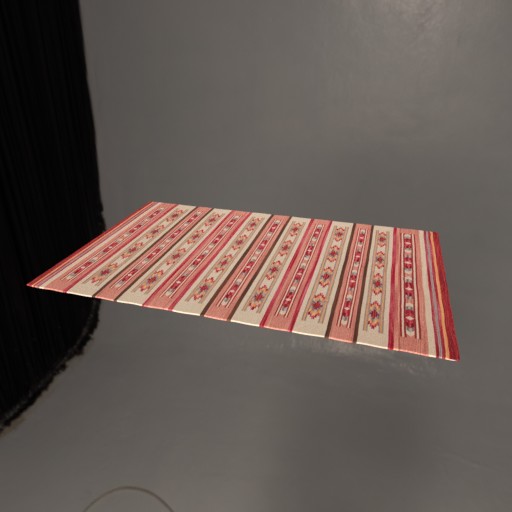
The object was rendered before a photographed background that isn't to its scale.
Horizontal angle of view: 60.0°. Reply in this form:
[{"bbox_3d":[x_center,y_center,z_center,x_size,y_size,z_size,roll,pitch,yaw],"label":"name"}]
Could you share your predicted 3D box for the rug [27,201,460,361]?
[{"bbox_3d":[0.000,0.000,3.017,2.431,0.010,1.535,8,28,15],"label":"rug"}]
